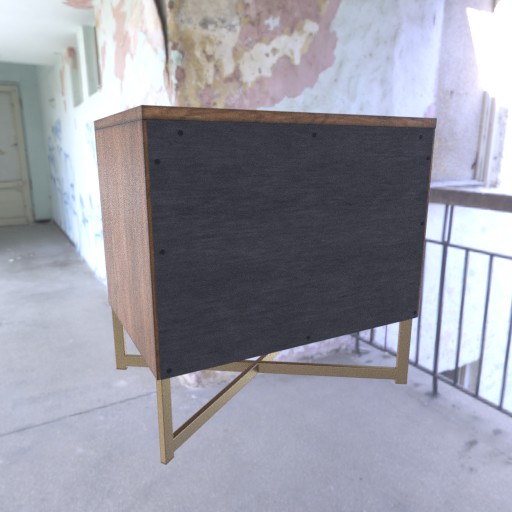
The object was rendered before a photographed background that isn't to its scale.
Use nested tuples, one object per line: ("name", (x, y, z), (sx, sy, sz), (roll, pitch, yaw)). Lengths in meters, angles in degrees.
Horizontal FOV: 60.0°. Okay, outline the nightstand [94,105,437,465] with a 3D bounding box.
("nightstand", (0.000, 0.000, 1.036), (0.610, 0.610, 0.446), (-7, 15, -27))
